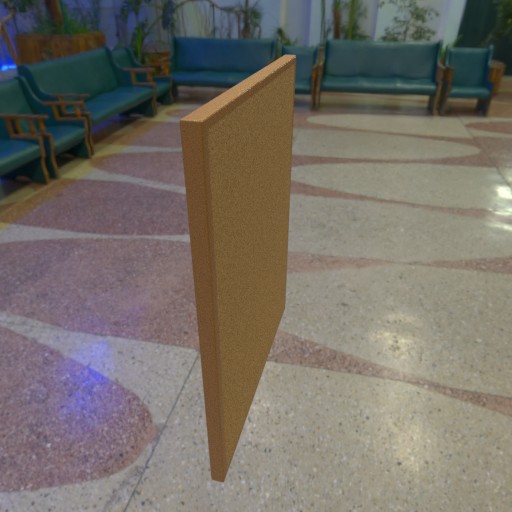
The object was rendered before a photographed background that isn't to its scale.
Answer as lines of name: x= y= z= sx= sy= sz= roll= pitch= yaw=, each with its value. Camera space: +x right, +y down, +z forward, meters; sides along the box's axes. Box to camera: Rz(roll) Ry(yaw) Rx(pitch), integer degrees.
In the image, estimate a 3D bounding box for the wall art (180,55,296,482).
wall art: x=0.000 y=0.000 z=0.729 sx=0.022 sy=0.553 sz=0.452 roll=8 pitch=32 yaw=13
